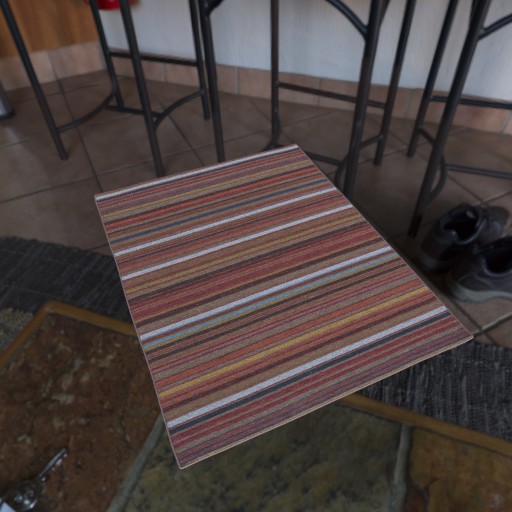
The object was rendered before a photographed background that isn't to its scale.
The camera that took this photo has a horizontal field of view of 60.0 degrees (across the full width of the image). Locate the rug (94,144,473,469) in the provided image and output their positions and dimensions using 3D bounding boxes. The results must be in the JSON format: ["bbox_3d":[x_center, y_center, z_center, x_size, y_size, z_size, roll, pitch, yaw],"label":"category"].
[{"bbox_3d":[0.000,0.000,4.180,2.479,0.023,3.092,-18,49,-16],"label":"rug"}]
